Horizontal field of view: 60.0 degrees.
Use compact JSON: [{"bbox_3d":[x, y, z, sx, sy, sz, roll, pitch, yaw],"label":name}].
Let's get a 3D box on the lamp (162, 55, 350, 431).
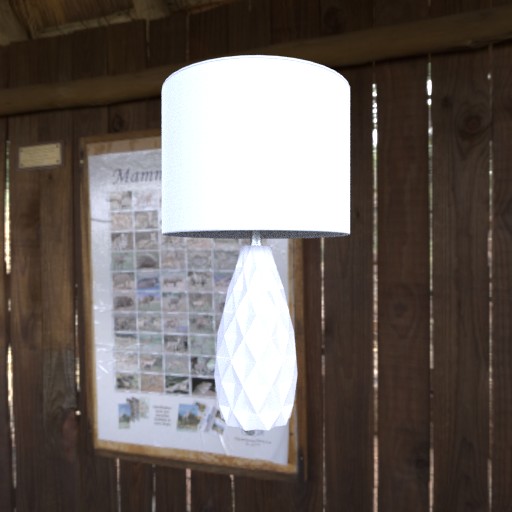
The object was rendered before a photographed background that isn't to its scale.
[{"bbox_3d":[0.000,0.000,0.714,0.297,0.522,0.297,0,0,0],"label":"lamp"}]
